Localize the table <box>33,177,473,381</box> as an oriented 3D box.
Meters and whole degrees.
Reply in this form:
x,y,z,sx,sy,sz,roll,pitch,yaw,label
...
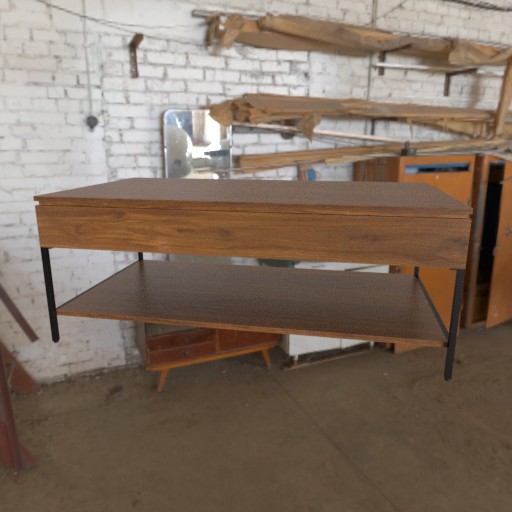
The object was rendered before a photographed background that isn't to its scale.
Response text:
x,y,z,sx,sy,sz,roll,pitch,yaw,label
0.000,0.000,1.368,1.057,0.414,0.574,3,15,11,table
